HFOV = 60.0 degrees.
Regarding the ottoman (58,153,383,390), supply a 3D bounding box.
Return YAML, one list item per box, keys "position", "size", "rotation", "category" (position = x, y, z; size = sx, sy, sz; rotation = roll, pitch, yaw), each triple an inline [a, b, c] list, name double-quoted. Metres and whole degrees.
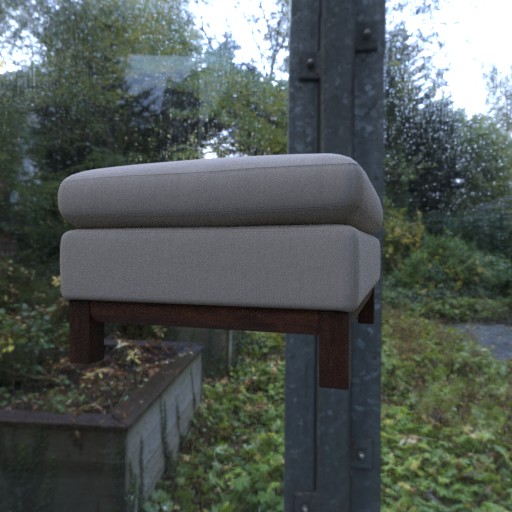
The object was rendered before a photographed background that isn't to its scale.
- position: [0.000, 0.000, 1.131]
  size: [0.606, 0.420, 0.771]
  rotation: [0, 1, 18]
  category: "ottoman"
